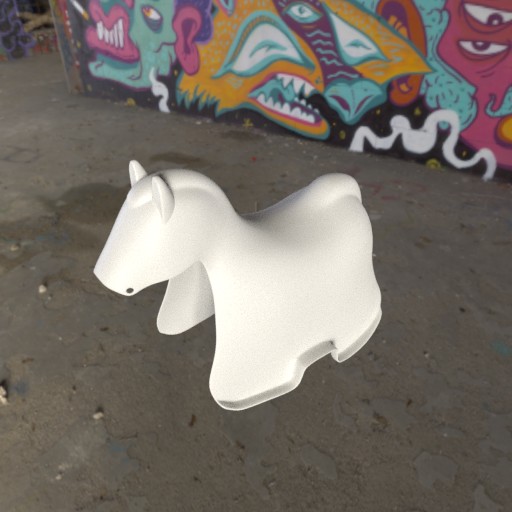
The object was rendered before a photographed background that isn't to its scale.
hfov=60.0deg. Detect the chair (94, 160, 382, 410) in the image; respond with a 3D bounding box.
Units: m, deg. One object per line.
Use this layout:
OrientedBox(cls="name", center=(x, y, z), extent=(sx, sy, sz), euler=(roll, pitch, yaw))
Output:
OrientedBox(cls="chair", center=(0.000, 0.000, 1.148), extent=(0.800, 0.612, 0.429), euler=(-22, 39, -30))
